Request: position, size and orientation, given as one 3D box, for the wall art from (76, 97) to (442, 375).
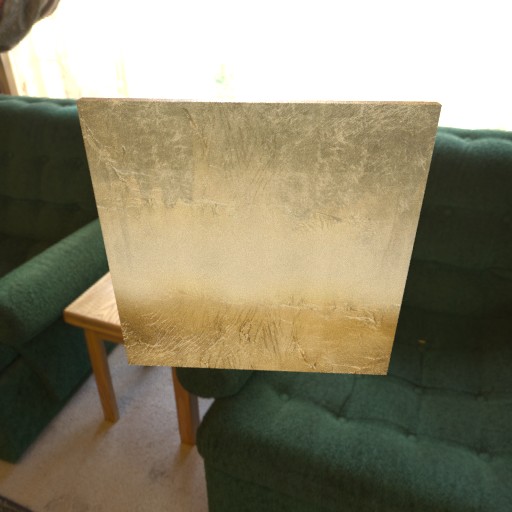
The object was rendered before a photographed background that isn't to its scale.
[{"bbox_3d":[0.000,0.000,1.619,1.092,1.091,0.051,2,31,3],"label":"wall art"}]
